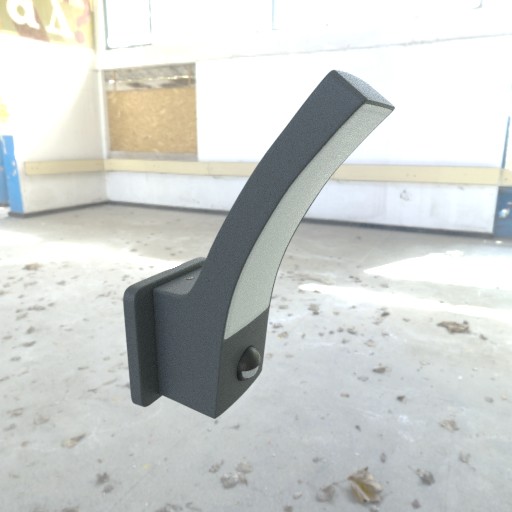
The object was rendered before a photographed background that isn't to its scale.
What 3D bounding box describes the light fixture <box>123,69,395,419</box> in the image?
[{"bbox_3d":[0.000,0.000,0.328,0.174,0.243,0.108,8,17,26],"label":"light fixture"}]
